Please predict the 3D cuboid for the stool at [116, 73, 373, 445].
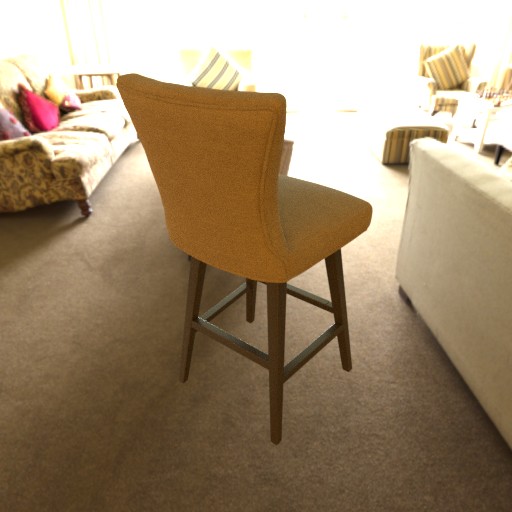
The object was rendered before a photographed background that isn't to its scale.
[{"bbox_3d":[0.000,0.000,1.401,0.514,1.086,0.574,21,36,32],"label":"stool"}]
